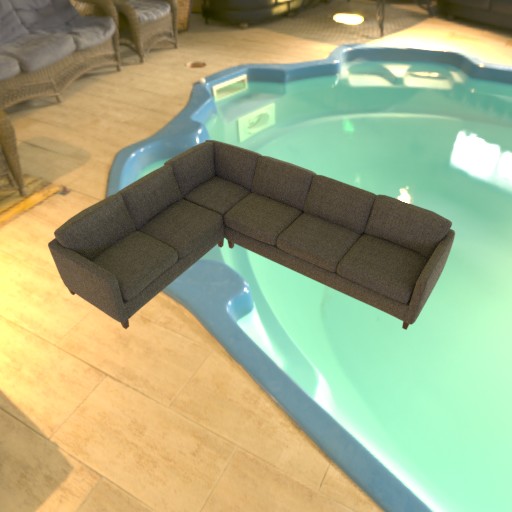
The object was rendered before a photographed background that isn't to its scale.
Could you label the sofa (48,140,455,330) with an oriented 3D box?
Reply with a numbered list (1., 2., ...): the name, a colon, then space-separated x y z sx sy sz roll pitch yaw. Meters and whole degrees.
1. sofa: 0.000 0.000 4.611 3.302 0.947 2.593 25 47 25
